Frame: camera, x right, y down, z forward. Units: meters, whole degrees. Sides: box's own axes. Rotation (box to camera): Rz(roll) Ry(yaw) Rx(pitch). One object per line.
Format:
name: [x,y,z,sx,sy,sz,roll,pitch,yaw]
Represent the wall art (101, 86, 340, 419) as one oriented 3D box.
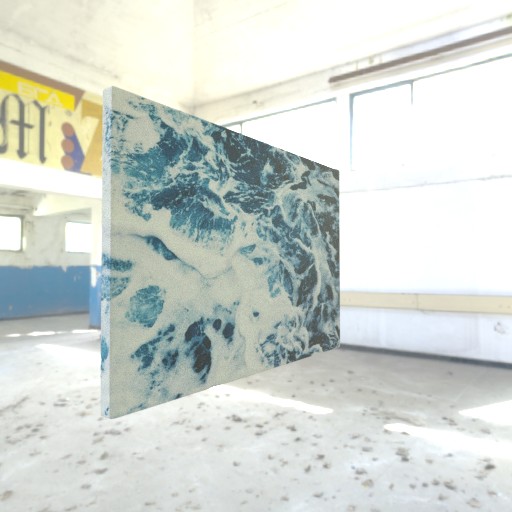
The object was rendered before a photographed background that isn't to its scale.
wall art: [0.000,0.000,1.964,0.055,1.017,1.524,-1,-2,37]
